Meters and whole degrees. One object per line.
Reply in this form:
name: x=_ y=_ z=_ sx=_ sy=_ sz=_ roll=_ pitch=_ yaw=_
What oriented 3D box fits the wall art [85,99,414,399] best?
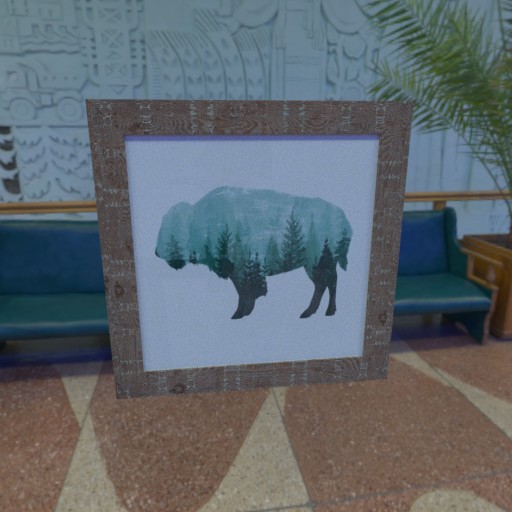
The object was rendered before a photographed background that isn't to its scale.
wall art: x=0.000 y=0.000 z=0.574 sx=0.380 sy=0.380 sz=0.022 roll=-2 pitch=17 yaw=-7
